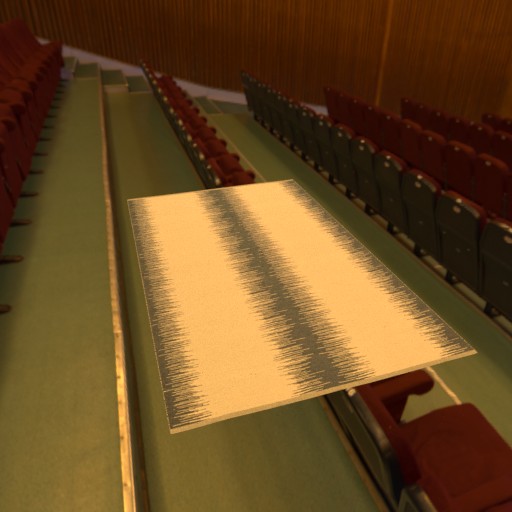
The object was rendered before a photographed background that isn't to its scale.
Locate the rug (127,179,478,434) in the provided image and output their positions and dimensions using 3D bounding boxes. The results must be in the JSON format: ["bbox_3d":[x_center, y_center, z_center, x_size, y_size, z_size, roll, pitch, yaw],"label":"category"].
[{"bbox_3d":[0.000,0.000,2.988,1.519,0.003,2.453,-10,32,-15],"label":"rug"}]
